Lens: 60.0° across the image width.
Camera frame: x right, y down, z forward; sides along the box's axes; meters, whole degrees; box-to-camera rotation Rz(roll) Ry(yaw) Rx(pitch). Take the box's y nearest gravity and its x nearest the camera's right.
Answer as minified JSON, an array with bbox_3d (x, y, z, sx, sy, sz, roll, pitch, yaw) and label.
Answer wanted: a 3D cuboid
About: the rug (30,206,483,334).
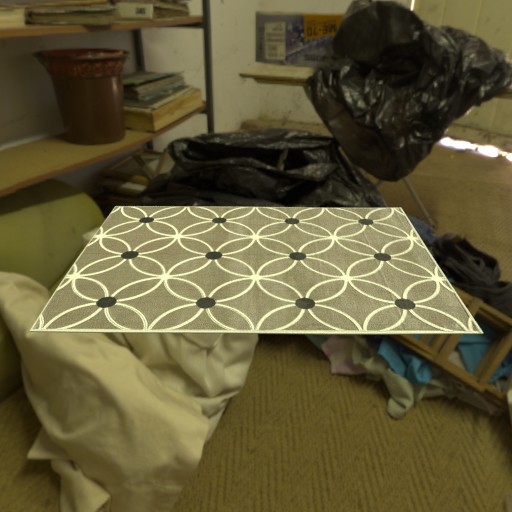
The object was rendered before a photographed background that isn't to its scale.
[{"bbox_3d":[0.000,0.000,2.868,2.284,0.008,1.522,0,31,0],"label":"rug"}]
